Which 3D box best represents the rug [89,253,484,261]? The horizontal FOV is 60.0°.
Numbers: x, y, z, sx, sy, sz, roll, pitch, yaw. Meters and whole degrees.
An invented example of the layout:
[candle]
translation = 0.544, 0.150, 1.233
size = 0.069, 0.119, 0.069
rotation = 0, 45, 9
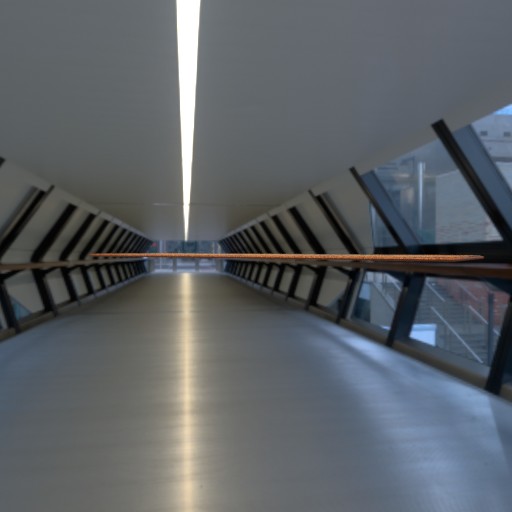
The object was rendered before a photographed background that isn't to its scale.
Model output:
[rug]
translation = 0.000, 0.000, 2.559
size = 2.274, 0.016, 0.651
rotation = 1, 1, 35
